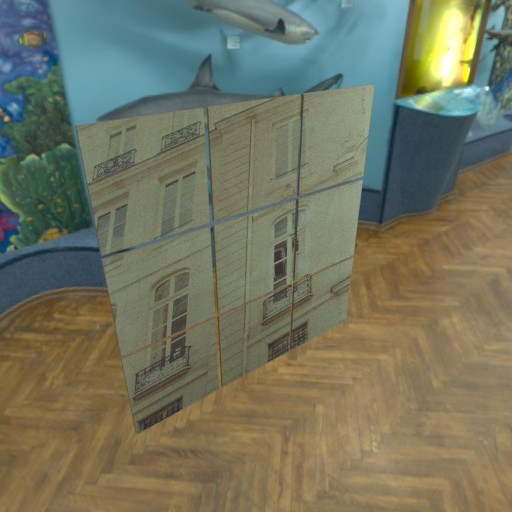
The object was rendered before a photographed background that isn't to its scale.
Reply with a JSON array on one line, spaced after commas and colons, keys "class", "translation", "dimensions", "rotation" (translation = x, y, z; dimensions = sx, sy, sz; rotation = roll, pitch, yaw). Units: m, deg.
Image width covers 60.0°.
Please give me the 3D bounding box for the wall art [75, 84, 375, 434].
[{"class": "wall art", "translation": [0.000, 0.000, 2.260], "dimensions": [1.526, 1.522, 0.023], "rotation": [-21, 35, -32]}]
